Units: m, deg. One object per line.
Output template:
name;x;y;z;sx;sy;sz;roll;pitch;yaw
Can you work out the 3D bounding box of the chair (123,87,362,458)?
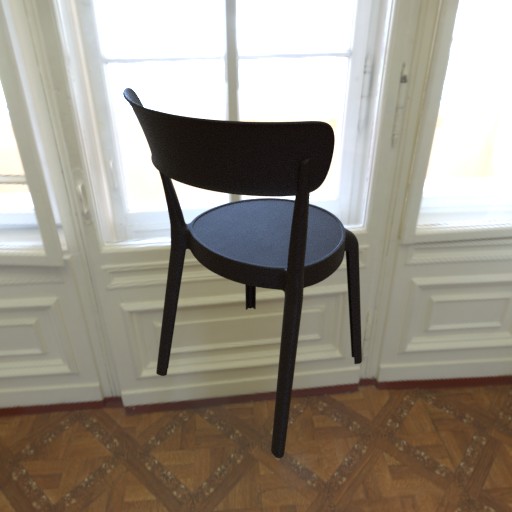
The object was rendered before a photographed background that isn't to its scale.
chair;0.000;0.000;1.113;0.506;0.790;0.491;22;37;33
